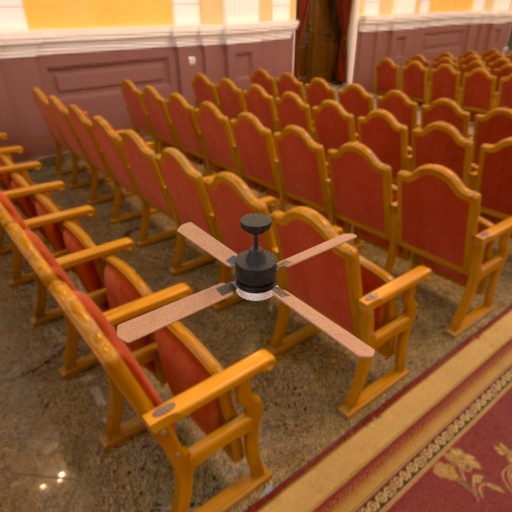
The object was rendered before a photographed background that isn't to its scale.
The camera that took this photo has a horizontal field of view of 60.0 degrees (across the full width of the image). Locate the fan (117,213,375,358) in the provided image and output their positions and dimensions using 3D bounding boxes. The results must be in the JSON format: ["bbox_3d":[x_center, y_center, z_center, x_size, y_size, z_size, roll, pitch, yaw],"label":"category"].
[{"bbox_3d":[0.000,0.000,1.958,1.320,0.355,1.320,-22,37,-32],"label":"fan"}]
